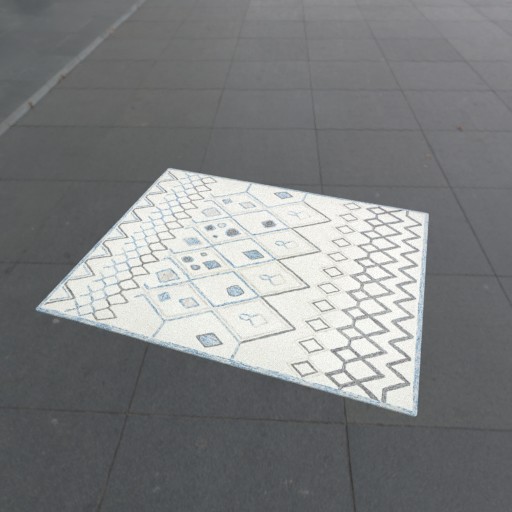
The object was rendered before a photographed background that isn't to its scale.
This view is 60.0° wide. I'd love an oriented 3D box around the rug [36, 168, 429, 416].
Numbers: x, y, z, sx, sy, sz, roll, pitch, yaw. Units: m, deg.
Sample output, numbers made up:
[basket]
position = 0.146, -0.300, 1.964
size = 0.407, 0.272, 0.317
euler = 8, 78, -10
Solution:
[rug]
position = 0.000, 0.000, 4.189
size = 3.056, 0.013, 2.441
euler = 12, 42, 14
